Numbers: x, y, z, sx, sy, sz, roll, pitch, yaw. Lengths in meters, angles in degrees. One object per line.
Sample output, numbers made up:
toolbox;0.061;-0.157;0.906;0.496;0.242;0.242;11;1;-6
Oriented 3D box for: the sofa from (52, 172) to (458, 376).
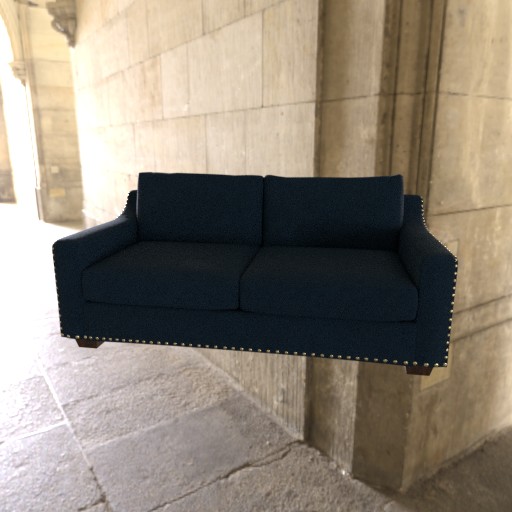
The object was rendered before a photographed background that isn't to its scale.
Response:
sofa;0.000;0.000;2.762;2.107;0.983;1.104;2;14;10
